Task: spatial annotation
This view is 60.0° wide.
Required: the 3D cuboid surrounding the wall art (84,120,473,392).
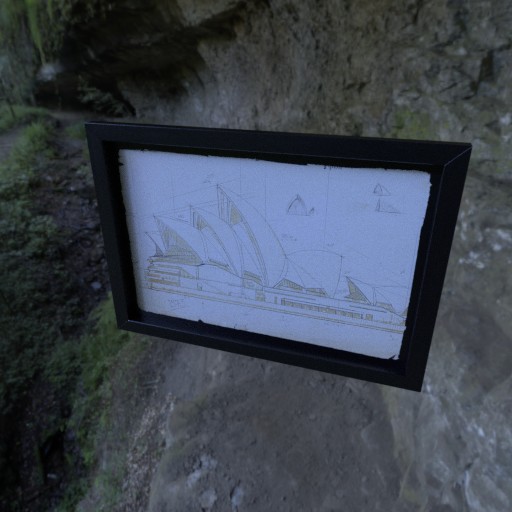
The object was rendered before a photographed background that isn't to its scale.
[{"bbox_3d":[0.000,0.000,0.833,0.657,0.458,0.027,8,27,16],"label":"wall art"}]
